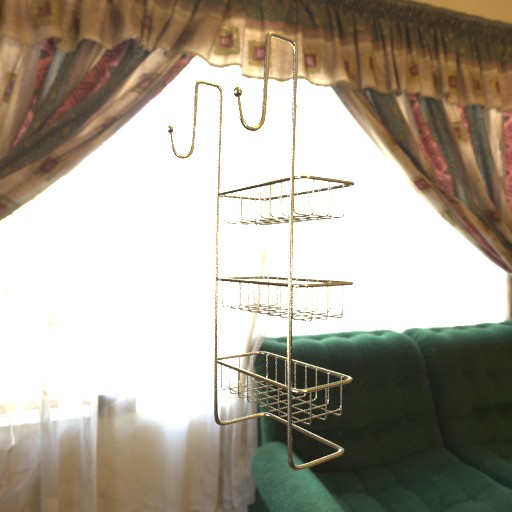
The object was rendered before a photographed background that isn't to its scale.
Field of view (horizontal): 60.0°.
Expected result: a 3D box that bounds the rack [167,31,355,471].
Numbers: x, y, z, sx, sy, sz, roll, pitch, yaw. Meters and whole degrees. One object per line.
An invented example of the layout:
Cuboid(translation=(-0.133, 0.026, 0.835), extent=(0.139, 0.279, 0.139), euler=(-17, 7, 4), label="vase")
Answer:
Cuboid(translation=(0.000, 0.000, 0.670), extent=(0.202, 0.574, 0.228), euler=(0, 0, -35), label="rack")
